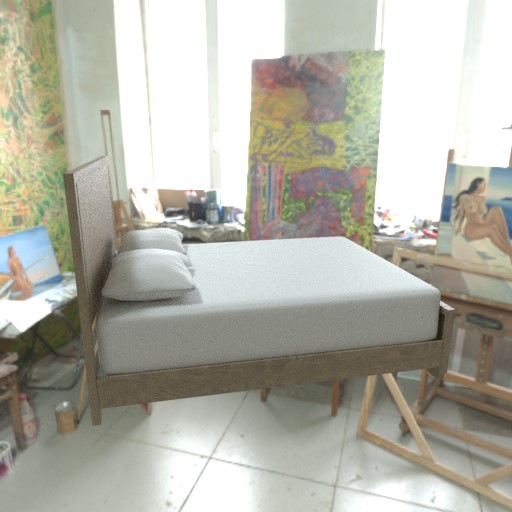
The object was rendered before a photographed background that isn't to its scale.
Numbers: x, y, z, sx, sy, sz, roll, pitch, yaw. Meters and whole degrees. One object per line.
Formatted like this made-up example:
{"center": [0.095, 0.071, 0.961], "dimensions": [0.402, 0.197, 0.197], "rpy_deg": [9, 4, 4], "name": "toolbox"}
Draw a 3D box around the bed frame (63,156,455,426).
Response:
{"center": [0.000, 0.000, 3.231], "dimensions": [2.189, 1.369, 1.606], "rpy_deg": [-3, 16, -12], "name": "bed frame"}
